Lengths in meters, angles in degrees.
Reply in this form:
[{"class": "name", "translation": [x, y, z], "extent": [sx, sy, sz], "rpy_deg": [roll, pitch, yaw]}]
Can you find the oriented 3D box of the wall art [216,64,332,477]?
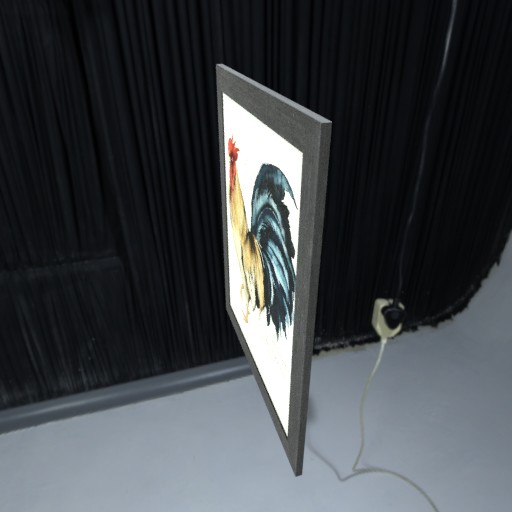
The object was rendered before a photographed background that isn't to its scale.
[{"class": "wall art", "translation": [0.000, 0.000, 0.780], "extent": [0.013, 0.570, 0.476], "rpy_deg": [-9, 31, -15]}]
